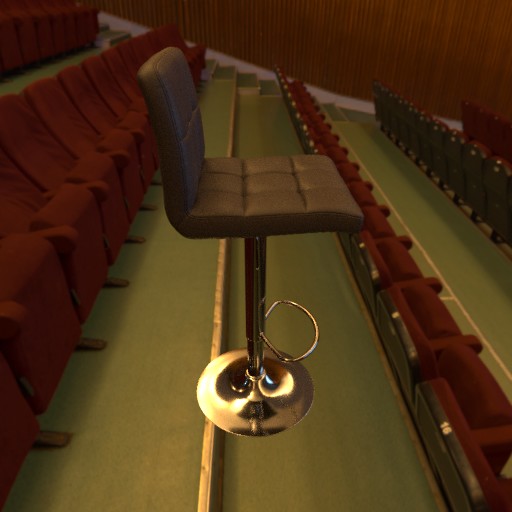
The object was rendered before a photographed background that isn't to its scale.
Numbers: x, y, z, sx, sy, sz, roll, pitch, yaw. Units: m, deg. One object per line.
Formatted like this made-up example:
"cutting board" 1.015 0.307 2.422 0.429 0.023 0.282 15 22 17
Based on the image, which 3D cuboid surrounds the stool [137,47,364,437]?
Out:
"stool" 0.000 0.000 1.330 0.505 1.115 0.430 -1 30 -2
